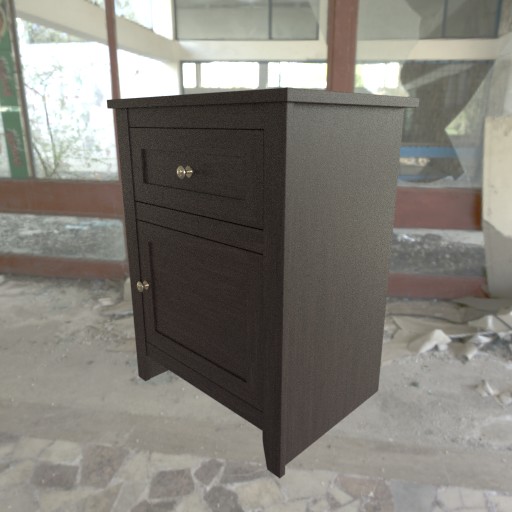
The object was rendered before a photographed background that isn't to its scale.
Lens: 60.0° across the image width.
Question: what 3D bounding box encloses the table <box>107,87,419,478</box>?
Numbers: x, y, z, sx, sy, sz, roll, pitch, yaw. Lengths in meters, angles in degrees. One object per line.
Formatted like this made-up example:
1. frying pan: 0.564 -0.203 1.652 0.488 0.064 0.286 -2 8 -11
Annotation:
1. table: 0.000 0.000 0.949 0.480 0.635 0.381 16 23 42
